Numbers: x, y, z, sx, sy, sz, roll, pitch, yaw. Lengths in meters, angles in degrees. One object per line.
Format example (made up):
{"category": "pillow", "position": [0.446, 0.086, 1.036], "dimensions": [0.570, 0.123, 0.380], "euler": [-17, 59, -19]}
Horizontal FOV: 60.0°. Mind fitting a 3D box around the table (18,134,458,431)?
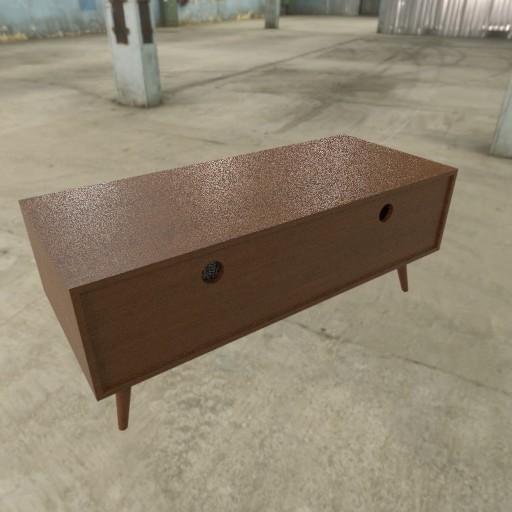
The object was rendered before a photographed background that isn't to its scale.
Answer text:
{"category": "table", "position": [0.000, 0.000, 1.329], "dimensions": [1.119, 0.464, 0.490], "euler": [-19, 35, -29]}
